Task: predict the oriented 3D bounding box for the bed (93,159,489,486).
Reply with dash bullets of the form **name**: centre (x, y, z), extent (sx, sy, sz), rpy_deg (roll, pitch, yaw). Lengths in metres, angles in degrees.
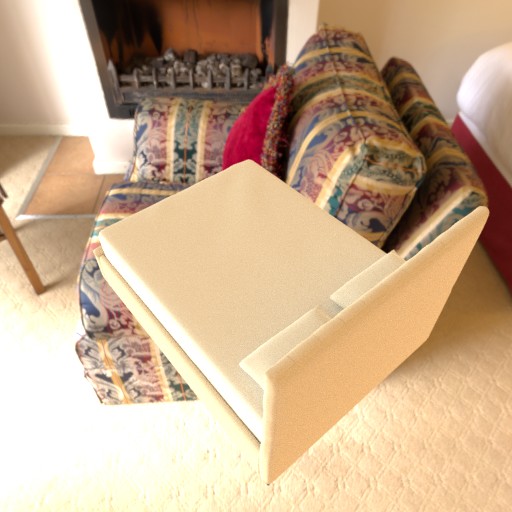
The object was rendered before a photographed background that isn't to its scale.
- **bed**: centre (0.000, 0.000, 3.256), extent (1.696, 1.426, 2.233), rpy_deg (-32, 54, -26)
